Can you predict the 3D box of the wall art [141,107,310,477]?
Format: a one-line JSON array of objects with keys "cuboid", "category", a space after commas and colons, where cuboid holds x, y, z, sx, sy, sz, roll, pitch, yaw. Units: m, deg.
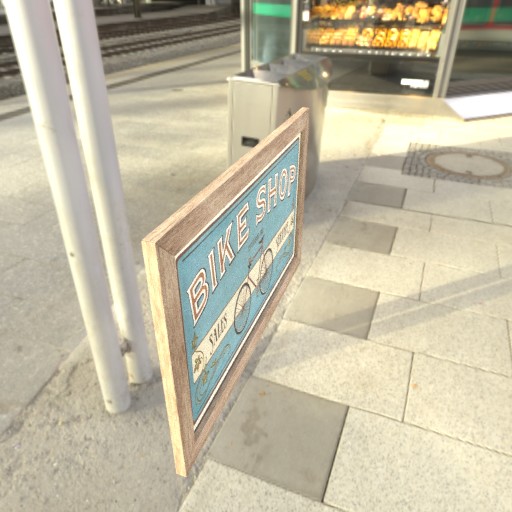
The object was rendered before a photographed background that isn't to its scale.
[{"cuboid": [0.000, 0.000, 0.985, 0.021, 0.480, 0.780, 11, 33, 17], "category": "wall art"}]
